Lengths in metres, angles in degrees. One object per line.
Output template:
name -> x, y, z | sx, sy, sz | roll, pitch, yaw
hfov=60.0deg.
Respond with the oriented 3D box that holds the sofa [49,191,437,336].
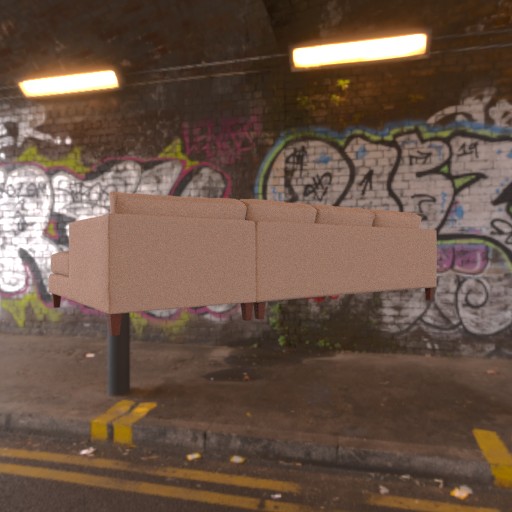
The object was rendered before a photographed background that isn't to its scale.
sofa -> 0.000, 0.000, 4.033 | 3.186, 0.861, 1.625 | 0, 1, -36
